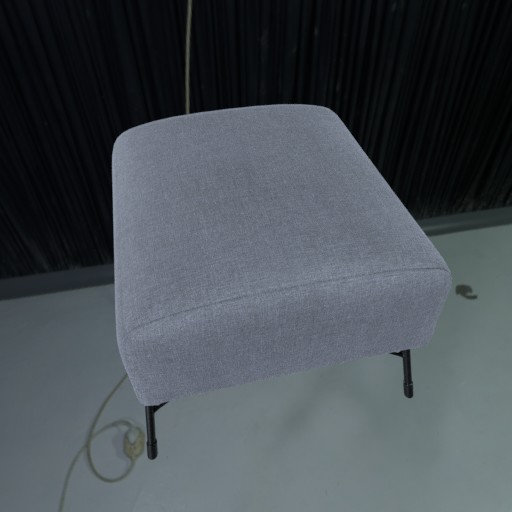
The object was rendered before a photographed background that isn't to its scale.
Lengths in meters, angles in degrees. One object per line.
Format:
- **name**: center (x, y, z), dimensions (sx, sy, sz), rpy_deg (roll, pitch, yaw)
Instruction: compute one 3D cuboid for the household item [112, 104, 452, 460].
- **household item**: center (0.000, 0.000, 0.879), dimensions (0.530, 0.410, 0.530), rpy_deg (-10, 47, -9)
